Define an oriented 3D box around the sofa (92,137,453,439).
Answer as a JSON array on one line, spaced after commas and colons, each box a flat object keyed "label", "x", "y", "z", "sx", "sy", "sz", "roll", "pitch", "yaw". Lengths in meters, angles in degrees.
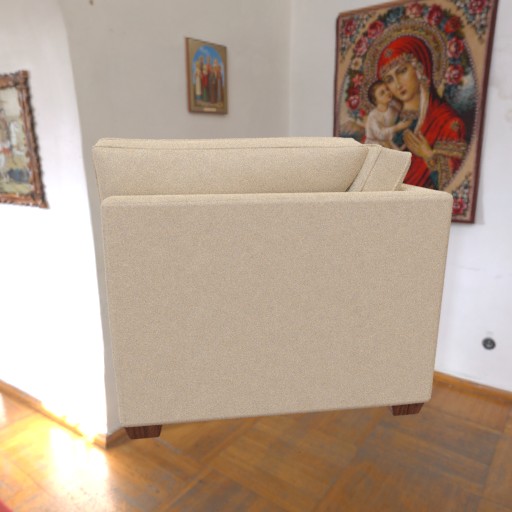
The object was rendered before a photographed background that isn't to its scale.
[{"label": "sofa", "x": 0.000, "y": 0.000, "z": 1.937, "sx": 1.146, "sy": 1.002, "sz": 1.084, "roll": -2, "pitch": 15, "yaw": -8}]
